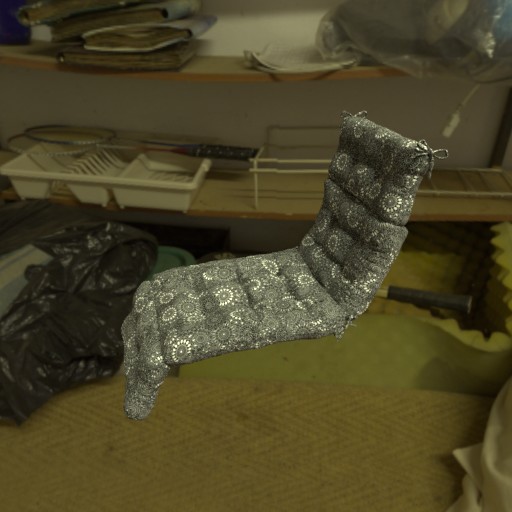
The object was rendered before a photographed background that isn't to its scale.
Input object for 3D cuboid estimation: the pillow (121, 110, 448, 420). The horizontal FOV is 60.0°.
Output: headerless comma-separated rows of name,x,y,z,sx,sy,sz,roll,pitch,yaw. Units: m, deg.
pillow,0.000,0.000,1.549,1.016,0.863,0.526,-8,30,-14
